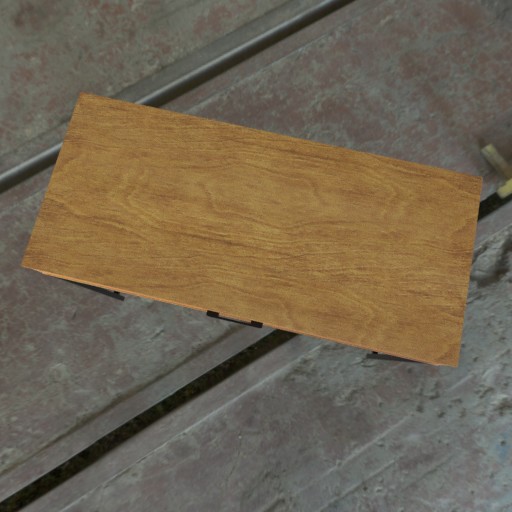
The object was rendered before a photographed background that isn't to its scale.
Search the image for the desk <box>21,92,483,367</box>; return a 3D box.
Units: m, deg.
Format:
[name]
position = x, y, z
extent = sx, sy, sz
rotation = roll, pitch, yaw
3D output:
[desk]
position = 0.000, 0.000, 1.419
extent = 1.016, 0.762, 0.470
rotation = 13, 79, 3
